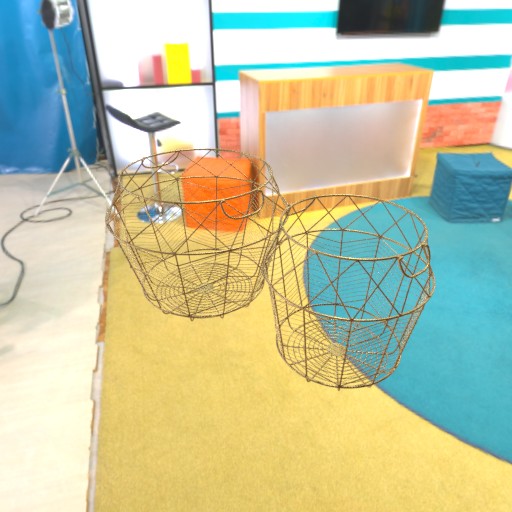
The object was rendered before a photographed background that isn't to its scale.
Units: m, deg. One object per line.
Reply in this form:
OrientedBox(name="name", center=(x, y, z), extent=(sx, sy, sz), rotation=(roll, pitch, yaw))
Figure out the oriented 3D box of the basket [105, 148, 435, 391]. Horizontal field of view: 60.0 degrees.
OrientedBox(name="basket", center=(0.000, 0.000, 1.053), extent=(0.805, 0.343, 0.451), rotation=(21, 37, 31))
